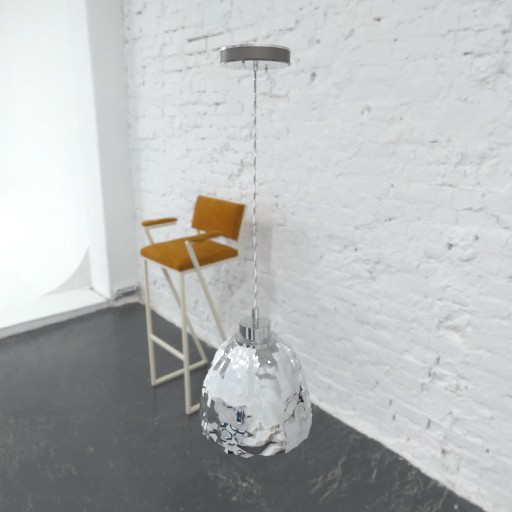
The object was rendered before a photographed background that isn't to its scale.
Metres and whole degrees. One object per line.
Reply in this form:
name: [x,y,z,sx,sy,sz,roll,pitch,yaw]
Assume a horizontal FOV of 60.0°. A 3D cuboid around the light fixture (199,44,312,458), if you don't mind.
light fixture: [0.000,0.000,1.773,0.500,1.511,0.496,8,17,26]
